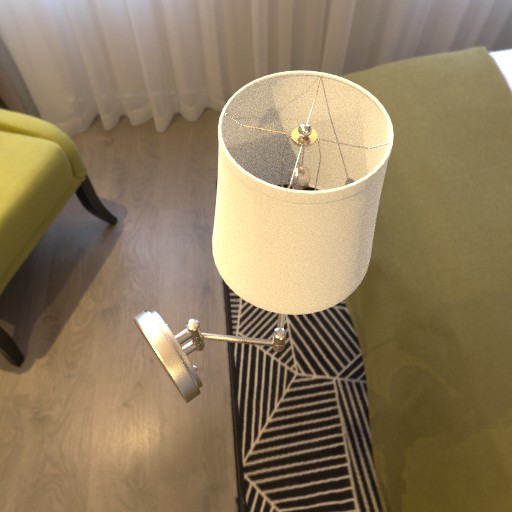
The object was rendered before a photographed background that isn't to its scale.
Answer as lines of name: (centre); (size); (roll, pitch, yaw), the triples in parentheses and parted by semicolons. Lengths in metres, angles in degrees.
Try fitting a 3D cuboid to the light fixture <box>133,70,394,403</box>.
light fixture: (0.000, 0.000, 0.590); (0.348, 0.381, 0.223); (-32, 64, -18)
